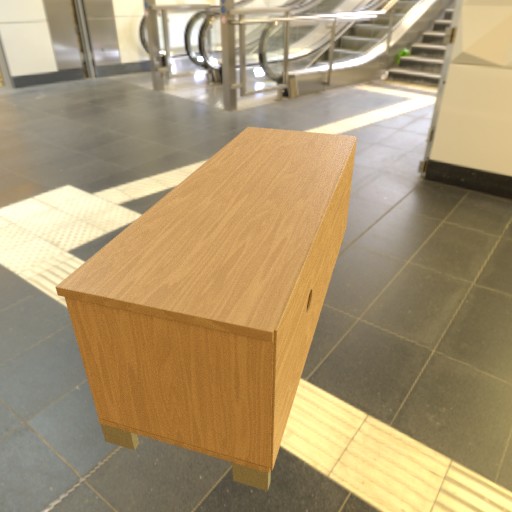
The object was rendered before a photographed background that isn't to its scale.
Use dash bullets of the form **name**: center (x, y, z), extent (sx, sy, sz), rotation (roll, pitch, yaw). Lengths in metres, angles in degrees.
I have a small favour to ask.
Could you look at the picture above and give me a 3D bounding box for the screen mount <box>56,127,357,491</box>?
- **screen mount**: center (0.000, 0.000, 1.287), extent (0.406, 0.432, 1.084), rotation (9, 33, 15)
